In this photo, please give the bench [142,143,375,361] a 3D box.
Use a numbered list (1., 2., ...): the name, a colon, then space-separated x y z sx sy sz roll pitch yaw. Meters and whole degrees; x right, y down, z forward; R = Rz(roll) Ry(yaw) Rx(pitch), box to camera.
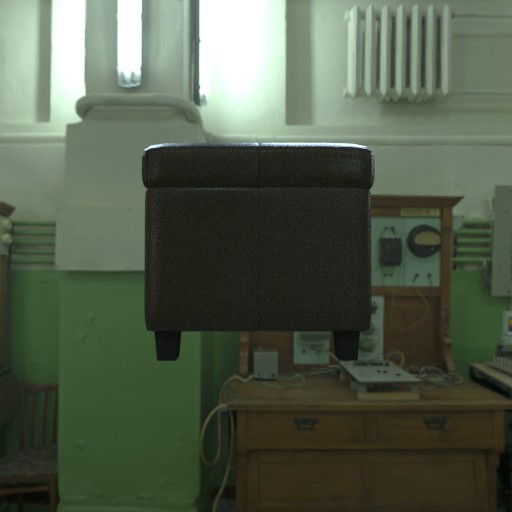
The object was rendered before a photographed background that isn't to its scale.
1. bench: 0.000 0.000 1.414 0.450 0.417 1.219 0 -1 0
